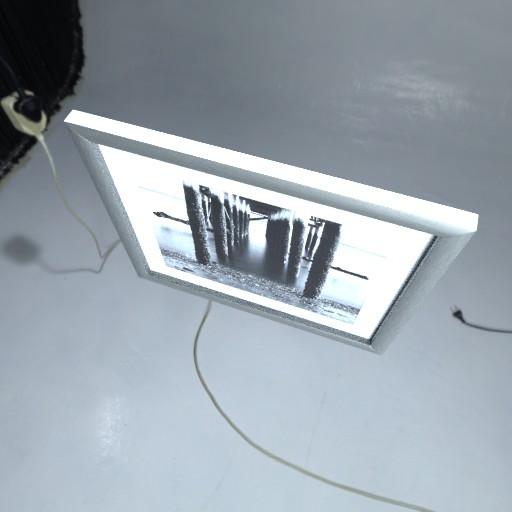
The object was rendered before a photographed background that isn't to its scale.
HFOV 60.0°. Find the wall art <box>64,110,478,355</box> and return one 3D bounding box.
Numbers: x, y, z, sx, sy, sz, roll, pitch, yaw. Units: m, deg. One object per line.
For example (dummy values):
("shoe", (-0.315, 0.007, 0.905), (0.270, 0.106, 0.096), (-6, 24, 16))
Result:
("wall art", (0.000, 0.000, 0.767), (0.556, 0.457, 0.028), (17, 61, 10))
